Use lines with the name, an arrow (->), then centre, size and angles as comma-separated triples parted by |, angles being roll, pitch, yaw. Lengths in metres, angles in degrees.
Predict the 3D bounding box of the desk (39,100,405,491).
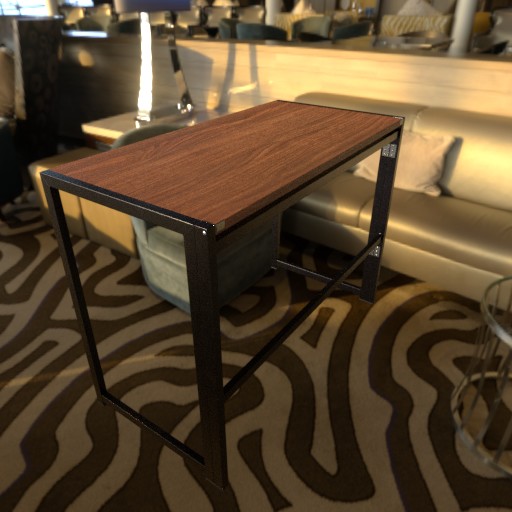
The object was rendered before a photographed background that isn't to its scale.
desk -> 0.000, 0.000, 1.441 | 0.508, 0.762, 1.016 | 20, 36, 30
